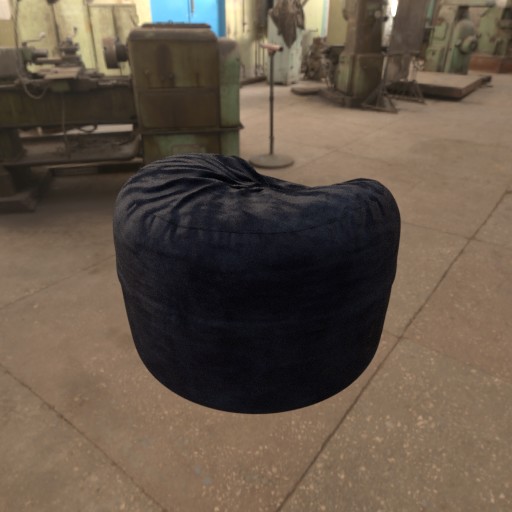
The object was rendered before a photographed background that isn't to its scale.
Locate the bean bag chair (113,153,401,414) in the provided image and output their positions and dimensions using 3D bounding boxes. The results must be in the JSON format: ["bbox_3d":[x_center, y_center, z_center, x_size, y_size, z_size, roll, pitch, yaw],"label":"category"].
[{"bbox_3d":[0.000,0.000,1.519,0.918,0.616,0.918,0,30,0],"label":"bean bag chair"}]
